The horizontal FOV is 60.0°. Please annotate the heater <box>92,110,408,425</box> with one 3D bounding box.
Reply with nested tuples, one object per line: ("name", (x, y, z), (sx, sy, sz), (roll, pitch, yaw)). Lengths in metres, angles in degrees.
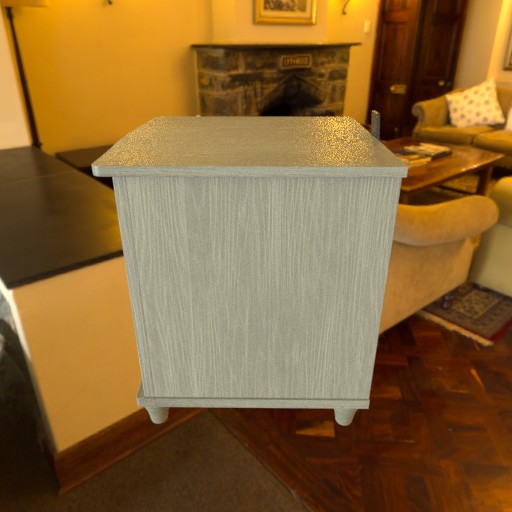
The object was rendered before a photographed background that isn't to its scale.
("heater", (0.000, 0.000, 0.769), (0.400, 0.481, 0.362), (0, 26, 1))
